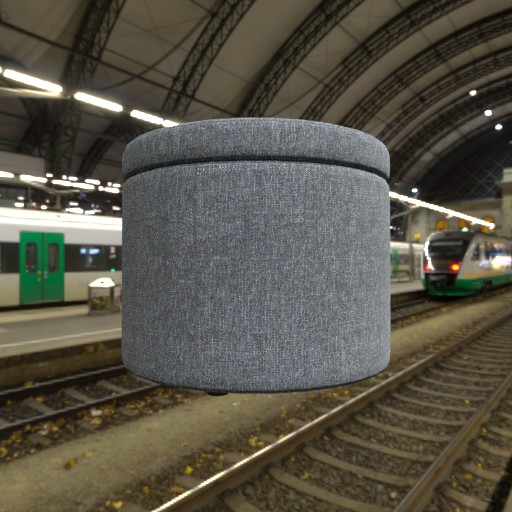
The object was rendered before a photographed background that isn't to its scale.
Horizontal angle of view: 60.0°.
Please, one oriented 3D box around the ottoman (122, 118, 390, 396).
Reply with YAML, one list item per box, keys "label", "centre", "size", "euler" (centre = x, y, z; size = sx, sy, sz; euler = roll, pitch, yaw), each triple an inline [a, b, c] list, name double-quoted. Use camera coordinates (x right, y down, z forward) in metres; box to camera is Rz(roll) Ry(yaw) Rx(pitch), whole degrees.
- label: "ottoman"
  centre: [0.000, 0.000, 0.864]
  size: [0.500, 0.419, 0.500]
  euler: [0, -1, 0]
